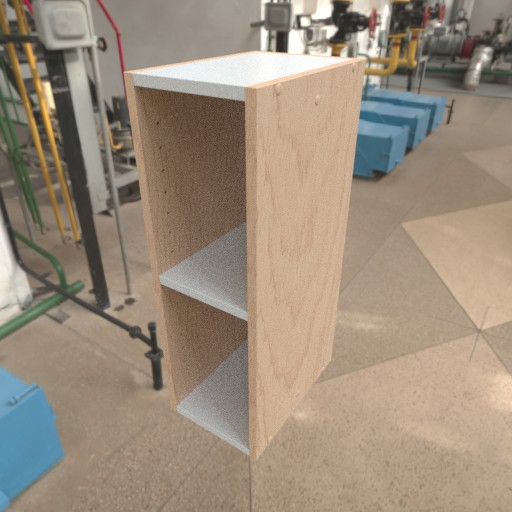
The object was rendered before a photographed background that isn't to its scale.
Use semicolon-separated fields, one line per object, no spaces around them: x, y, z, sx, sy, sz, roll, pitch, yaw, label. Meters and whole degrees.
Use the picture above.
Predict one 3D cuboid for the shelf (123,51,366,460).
0.000;0.000;0.751;0.200;0.600;0.290;19;35;29;shelf
